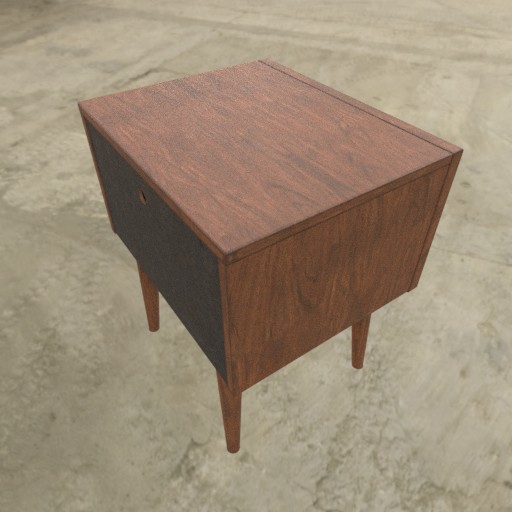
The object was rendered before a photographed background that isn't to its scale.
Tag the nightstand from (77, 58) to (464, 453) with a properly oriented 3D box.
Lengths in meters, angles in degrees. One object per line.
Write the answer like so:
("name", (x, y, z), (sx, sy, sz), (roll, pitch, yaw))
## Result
("nightstand", (0.000, 0.000, 0.955), (0.445, 0.607, 0.521), (-25, 47, -25))
